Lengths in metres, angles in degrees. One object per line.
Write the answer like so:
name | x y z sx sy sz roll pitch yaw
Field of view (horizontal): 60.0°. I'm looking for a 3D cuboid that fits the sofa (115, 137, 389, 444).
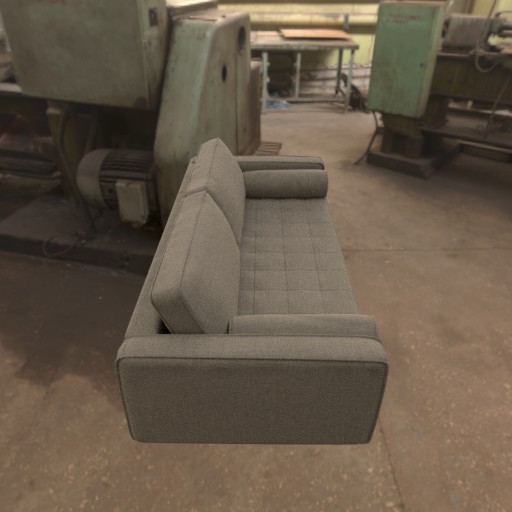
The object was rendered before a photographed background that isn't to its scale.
sofa | 0.000 0.000 2.290 0.914 0.762 1.879 0 33 0
